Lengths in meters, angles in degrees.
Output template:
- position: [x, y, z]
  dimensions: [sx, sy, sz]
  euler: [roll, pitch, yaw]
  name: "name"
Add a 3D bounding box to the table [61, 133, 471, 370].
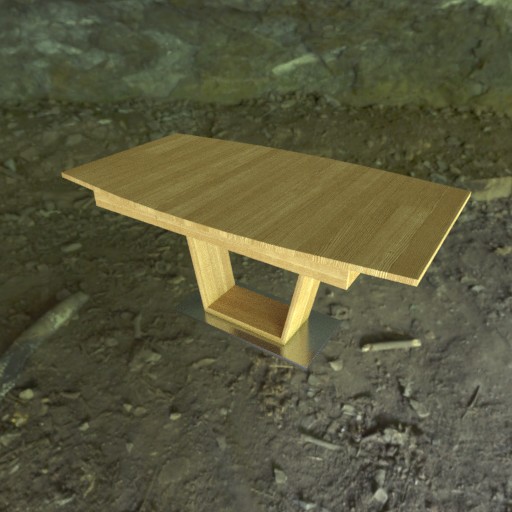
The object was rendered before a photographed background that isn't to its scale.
- position: [0.000, 0.000, 2.099]
  dimensions: [1.598, 0.748, 0.900]
  euler: [18, 35, 28]
  name: "table"
